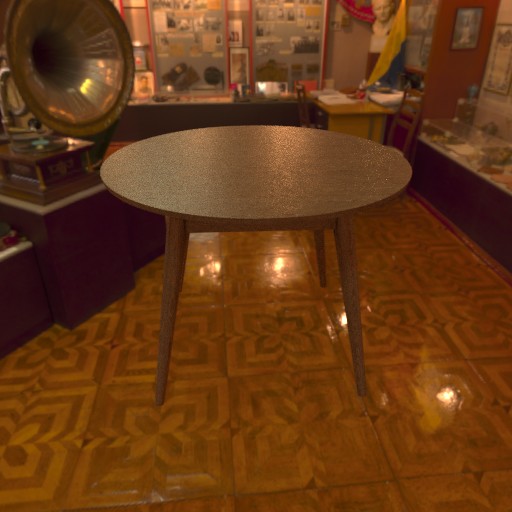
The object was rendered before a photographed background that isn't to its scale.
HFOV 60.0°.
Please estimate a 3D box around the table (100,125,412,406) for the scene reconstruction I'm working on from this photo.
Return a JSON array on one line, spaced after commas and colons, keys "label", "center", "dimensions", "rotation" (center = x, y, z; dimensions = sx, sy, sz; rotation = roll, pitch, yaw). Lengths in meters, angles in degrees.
[{"label": "table", "center": [0.000, 0.000, 1.755], "dimensions": [1.053, 0.786, 1.053], "rotation": [0, 29, 0]}]
